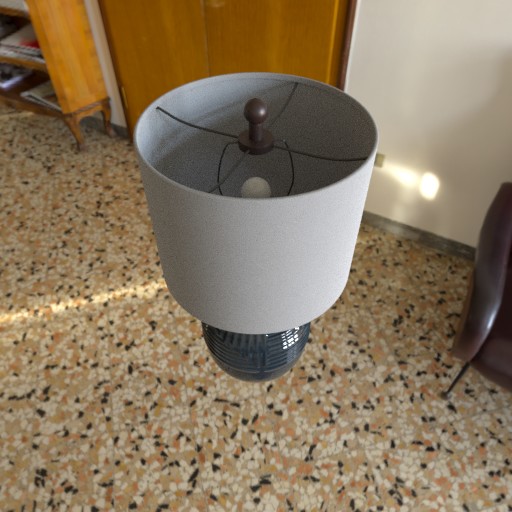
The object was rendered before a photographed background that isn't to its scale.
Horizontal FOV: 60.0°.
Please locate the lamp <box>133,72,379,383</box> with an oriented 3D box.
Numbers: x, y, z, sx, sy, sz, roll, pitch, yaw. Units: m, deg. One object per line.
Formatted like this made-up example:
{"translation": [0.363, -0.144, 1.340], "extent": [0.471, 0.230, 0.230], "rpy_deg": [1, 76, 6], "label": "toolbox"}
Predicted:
{"translation": [0.000, 0.000, 0.761], "extent": [0.318, 0.567, 0.318], "rpy_deg": [0, 46, 0], "label": "lamp"}
